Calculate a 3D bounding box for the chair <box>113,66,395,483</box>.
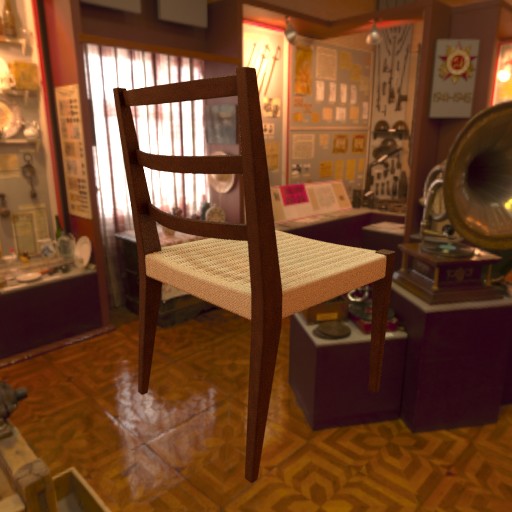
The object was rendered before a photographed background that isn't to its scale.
[{"bbox_3d":[0.000,0.000,1.142,0.551,0.813,0.480,-14,20,-42],"label":"chair"}]
